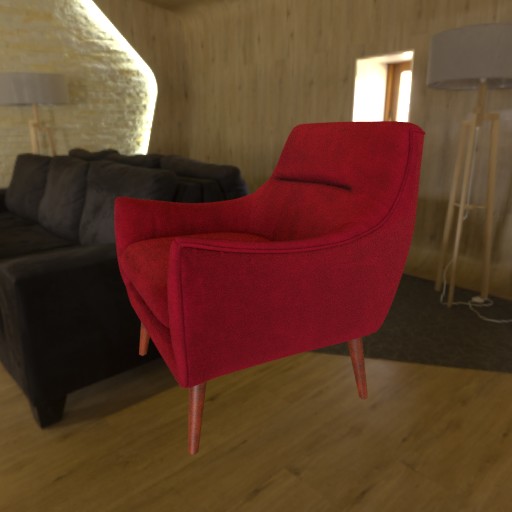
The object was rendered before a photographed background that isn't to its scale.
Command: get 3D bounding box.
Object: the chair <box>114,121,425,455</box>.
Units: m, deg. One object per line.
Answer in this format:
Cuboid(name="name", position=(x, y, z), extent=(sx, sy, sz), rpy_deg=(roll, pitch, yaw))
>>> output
Cuboid(name="chair", position=(0.000, 0.000, 1.435), extent=(0.787, 0.838, 0.762), rpy_deg=(-8, 17, -25))
